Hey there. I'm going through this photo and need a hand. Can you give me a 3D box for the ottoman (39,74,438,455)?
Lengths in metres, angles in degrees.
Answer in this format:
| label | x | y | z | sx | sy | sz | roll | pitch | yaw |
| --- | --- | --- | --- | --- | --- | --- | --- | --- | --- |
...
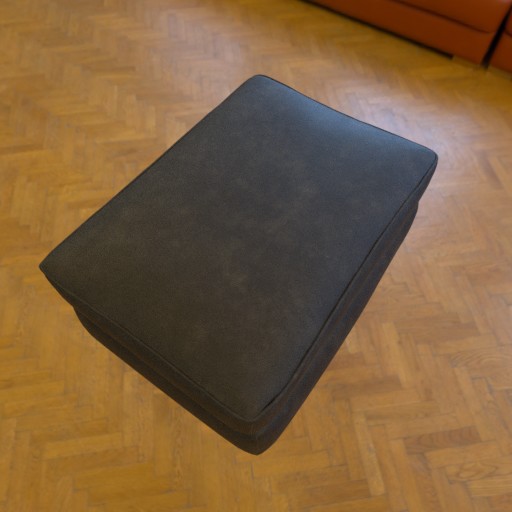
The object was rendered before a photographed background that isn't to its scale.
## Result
| label | x | y | z | sx | sy | sz | roll | pitch | yaw |
| --- | --- | --- | --- | --- | --- | --- | --- | --- | --- |
| ottoman | 0.000 | 0.000 | 0.960 | 0.501 | 0.413 | 0.665 | 31 | 63 | 18 |
